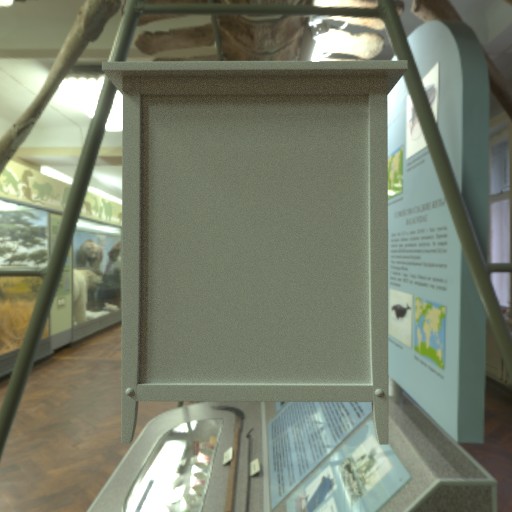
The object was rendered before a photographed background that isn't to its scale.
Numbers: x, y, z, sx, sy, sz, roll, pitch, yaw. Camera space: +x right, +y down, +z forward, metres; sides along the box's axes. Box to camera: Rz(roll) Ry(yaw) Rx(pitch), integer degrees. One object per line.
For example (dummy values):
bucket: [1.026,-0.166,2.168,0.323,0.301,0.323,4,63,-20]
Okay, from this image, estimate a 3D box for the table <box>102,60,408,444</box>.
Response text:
table: [0.000,0.000,0.740,0.381,0.483,0.381,0,0,1]
